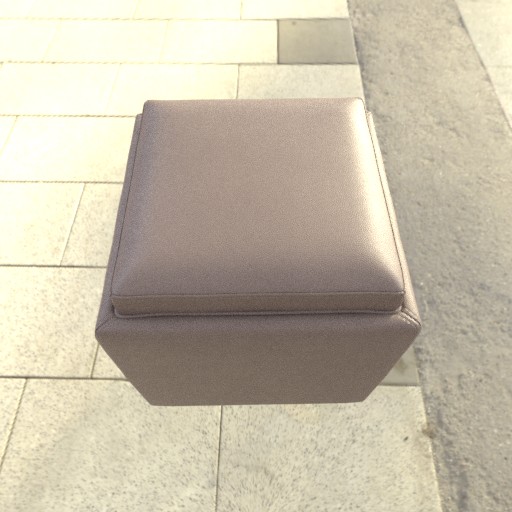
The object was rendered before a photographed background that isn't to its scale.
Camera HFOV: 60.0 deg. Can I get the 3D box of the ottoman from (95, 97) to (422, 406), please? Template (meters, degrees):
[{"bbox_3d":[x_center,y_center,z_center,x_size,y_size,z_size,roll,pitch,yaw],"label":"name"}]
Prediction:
[{"bbox_3d":[0.000,0.000,0.828,0.450,0.460,0.451,-1,57,-1],"label":"ottoman"}]
